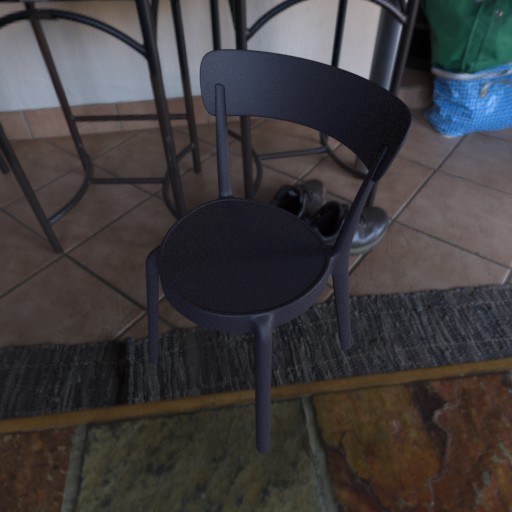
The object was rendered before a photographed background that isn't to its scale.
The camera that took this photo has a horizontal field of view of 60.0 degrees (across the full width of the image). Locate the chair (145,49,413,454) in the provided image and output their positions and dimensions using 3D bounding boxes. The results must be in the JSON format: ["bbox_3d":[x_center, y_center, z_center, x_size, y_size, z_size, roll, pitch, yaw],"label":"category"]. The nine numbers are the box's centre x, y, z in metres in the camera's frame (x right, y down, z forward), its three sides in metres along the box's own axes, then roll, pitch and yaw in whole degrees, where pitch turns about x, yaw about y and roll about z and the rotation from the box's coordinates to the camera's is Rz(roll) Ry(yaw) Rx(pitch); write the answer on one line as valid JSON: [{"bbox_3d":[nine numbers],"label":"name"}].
[{"bbox_3d":[0.000,0.000,1.091,0.506,0.790,0.491,30,52,27],"label":"chair"}]
